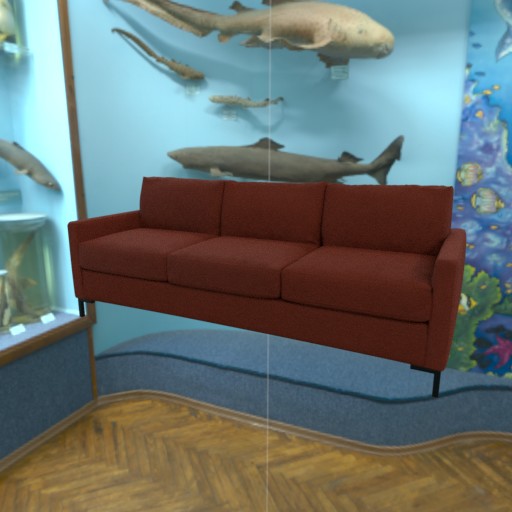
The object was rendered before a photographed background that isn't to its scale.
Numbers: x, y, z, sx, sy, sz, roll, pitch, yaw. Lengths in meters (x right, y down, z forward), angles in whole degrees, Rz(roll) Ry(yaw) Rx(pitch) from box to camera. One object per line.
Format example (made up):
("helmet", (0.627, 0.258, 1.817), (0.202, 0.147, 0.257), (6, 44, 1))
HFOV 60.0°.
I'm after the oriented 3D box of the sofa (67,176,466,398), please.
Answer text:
("sofa", (0.000, 0.000, 2.656), (2.252, 0.879, 0.875), (7, 15, 26))
